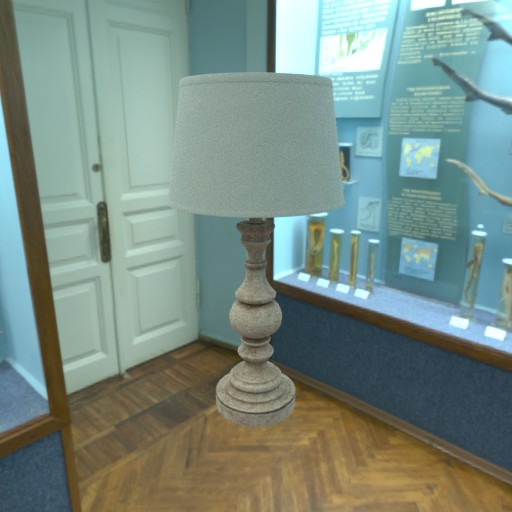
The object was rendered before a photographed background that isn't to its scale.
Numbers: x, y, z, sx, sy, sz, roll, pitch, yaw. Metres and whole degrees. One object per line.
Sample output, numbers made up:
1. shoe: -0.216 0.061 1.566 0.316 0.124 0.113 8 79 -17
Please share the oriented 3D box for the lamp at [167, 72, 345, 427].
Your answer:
1. lamp: 0.000 0.000 0.892 0.340 0.678 0.340 0 16 0
